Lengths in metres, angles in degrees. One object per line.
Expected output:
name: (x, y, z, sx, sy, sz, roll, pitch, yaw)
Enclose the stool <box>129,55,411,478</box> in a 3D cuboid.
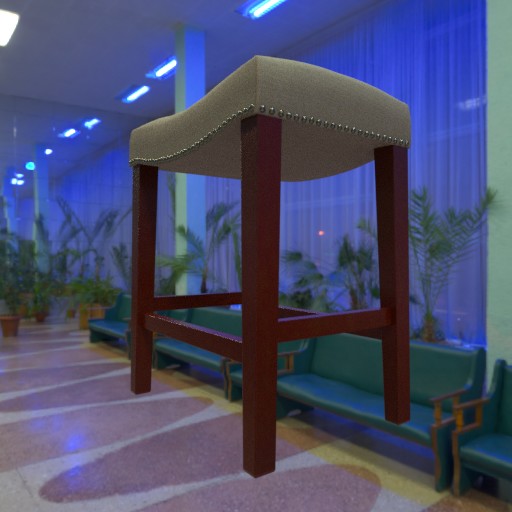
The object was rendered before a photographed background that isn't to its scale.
stool: (0.000, 0.000, 0.936, 0.375, 0.632, 0.509, 0, 1, -36)
